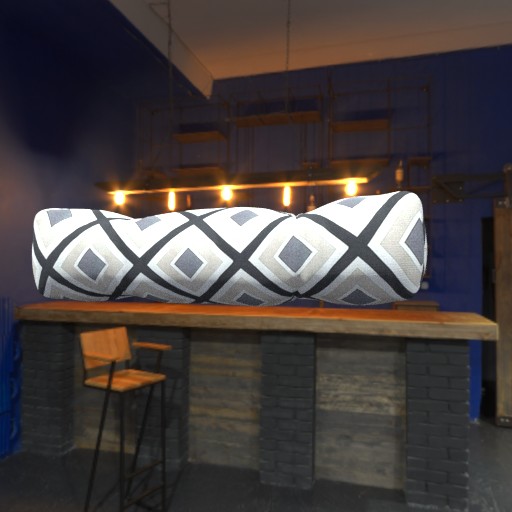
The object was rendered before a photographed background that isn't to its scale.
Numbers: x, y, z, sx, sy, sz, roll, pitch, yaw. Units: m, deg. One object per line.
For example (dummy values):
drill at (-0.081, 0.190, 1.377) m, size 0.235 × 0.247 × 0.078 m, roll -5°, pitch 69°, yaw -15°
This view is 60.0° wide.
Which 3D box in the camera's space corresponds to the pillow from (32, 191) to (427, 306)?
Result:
pillow at (0.000, 0.000, 0.717) m, size 0.490 × 0.128 × 0.468 m, roll 0°, pitch -1°, yaw 17°
